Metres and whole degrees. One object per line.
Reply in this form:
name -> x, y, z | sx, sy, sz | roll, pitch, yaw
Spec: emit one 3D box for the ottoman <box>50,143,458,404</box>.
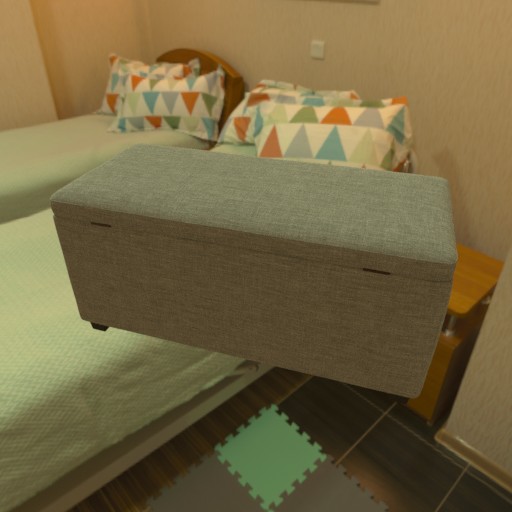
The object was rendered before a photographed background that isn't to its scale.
ottoman -> 0.000, 0.000, 1.155 | 0.902, 0.432, 0.419 | 10, 34, 15
